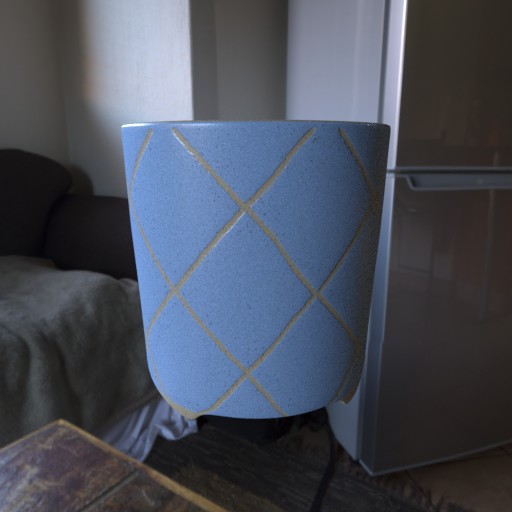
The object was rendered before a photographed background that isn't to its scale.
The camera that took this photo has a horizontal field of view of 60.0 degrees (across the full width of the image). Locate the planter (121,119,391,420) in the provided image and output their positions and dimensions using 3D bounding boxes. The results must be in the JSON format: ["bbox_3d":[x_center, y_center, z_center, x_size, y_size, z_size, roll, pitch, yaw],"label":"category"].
[{"bbox_3d":[0.000,0.000,0.418,0.227,0.235,0.227,0,14,0],"label":"planter"}]
